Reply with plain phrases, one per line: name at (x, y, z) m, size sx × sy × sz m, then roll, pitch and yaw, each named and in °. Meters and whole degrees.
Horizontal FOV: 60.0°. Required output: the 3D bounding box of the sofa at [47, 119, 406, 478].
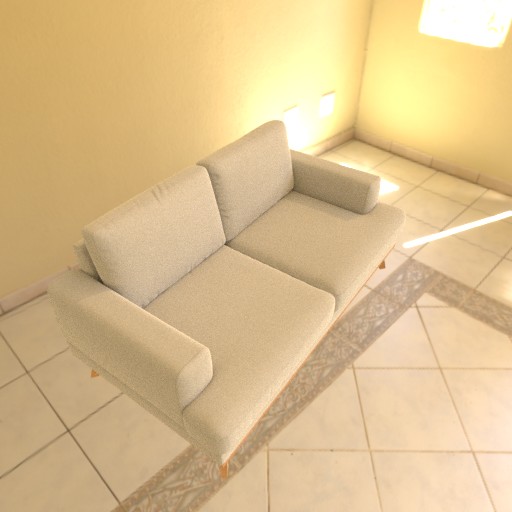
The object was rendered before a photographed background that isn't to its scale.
sofa at (0.000, 0.000, 2.136) m, size 0.915 × 0.810 × 1.651 m, roll 25°, pitch 46°, yaw 27°
